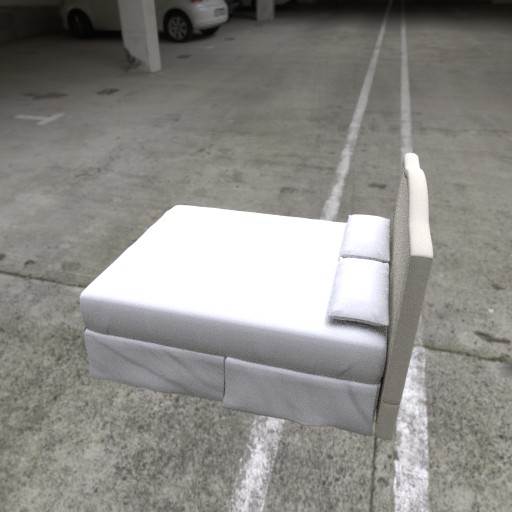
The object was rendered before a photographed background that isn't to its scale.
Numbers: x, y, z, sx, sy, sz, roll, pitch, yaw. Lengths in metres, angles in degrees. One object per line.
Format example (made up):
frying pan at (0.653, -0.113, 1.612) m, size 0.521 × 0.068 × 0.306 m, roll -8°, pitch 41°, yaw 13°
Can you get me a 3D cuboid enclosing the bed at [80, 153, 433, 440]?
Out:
bed at (0.000, 0.000, 3.356) m, size 2.196 × 1.449 × 1.741 m, roll 8°, pitch 31°, yaw 13°
